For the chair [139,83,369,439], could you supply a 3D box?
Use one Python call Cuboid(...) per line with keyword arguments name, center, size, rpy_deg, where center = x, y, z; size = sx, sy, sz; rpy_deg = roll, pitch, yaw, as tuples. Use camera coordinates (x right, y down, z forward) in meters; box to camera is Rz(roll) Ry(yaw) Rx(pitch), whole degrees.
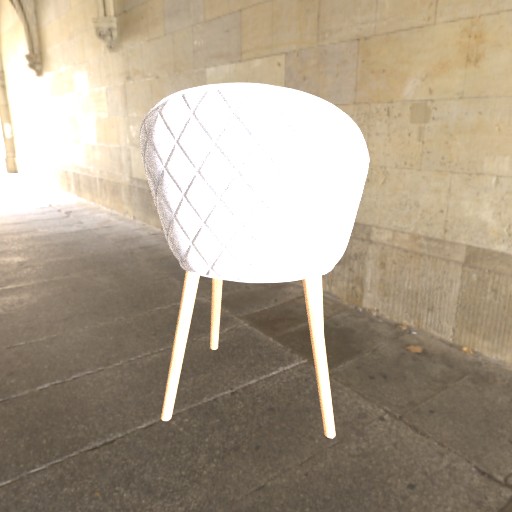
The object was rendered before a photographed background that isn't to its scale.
Cuboid(name="chair", center=(0.000, 0.000, 1.160), size=(0.540, 0.800, 0.530), rpy_deg=(2, 16, 9))
